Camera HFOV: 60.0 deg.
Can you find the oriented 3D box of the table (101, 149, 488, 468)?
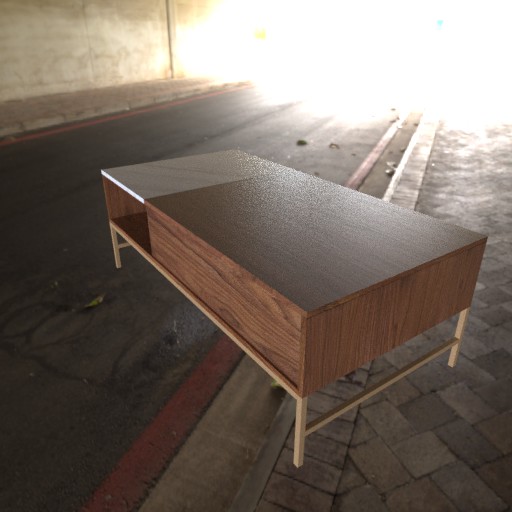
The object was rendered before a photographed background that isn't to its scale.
[{"bbox_3d":[0.000,0.000,1.957,0.789,0.551,1.553,-17,31,-31],"label":"table"}]
